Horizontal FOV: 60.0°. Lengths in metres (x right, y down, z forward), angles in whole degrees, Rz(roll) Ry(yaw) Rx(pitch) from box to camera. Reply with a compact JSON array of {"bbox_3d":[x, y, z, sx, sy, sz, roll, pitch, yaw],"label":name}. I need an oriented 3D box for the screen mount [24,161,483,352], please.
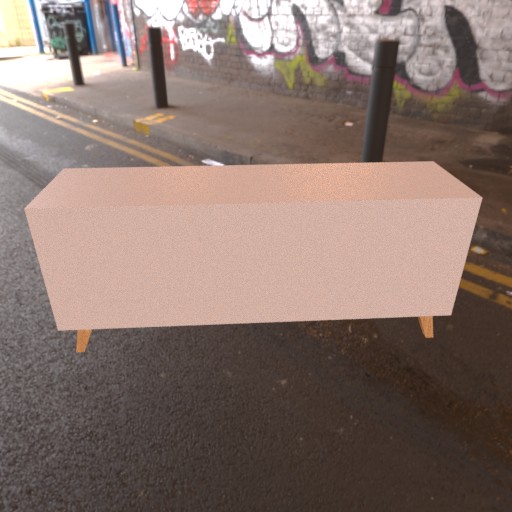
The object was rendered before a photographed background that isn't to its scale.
[{"bbox_3d":[0.000,0.000,1.764,1.490,0.619,0.400,-2,29,-3],"label":"screen mount"}]
